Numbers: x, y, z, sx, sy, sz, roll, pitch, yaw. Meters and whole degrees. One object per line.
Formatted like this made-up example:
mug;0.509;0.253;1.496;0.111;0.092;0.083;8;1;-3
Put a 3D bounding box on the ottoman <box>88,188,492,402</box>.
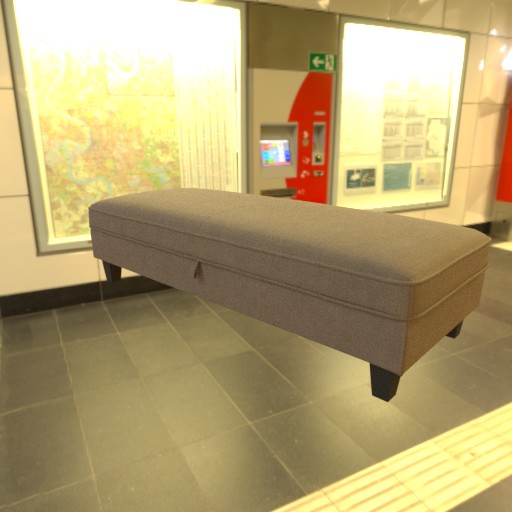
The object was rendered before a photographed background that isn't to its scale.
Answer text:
ottoman;0.000;0.000;2.001;1.764;0.470;0.751;14;22;40
